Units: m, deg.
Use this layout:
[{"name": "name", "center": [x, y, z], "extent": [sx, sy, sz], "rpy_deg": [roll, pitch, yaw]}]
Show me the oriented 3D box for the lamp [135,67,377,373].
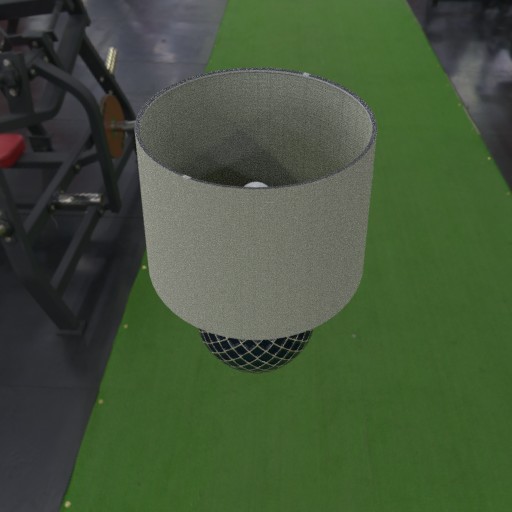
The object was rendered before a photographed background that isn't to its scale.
[{"name": "lamp", "center": [0.000, 0.000, 0.795], "extent": [0.376, 0.540, 0.376], "rpy_deg": [0, 46, 0]}]
